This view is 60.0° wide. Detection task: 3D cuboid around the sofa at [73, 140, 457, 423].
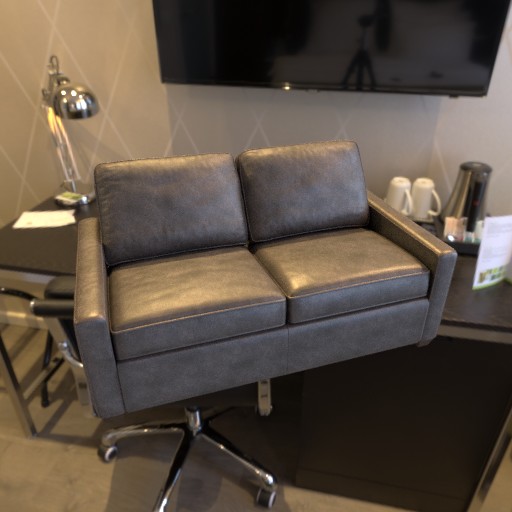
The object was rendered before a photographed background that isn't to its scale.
[{"bbox_3d":[0.000,0.000,2.288,1.732,0.916,0.939,-9,31,-15],"label":"sofa"}]
